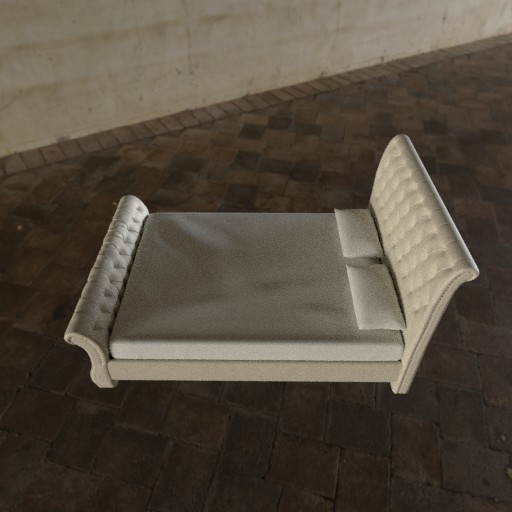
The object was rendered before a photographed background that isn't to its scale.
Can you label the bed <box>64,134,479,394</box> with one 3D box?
[{"bbox_3d":[0.000,0.000,3.445,2.493,1.268,1.606,0,42,0],"label":"bed"}]
